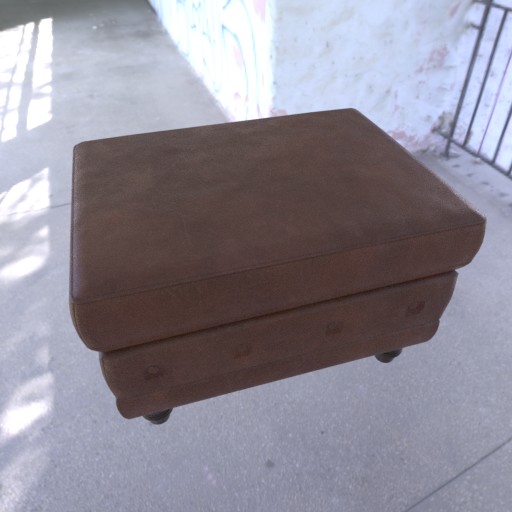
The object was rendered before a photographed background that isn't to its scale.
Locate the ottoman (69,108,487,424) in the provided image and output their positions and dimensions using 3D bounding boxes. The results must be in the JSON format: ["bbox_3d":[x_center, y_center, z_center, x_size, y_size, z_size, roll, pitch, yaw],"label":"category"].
[{"bbox_3d":[0.000,0.000,1.125,0.795,0.509,0.588,-11,42,-13],"label":"ottoman"}]
